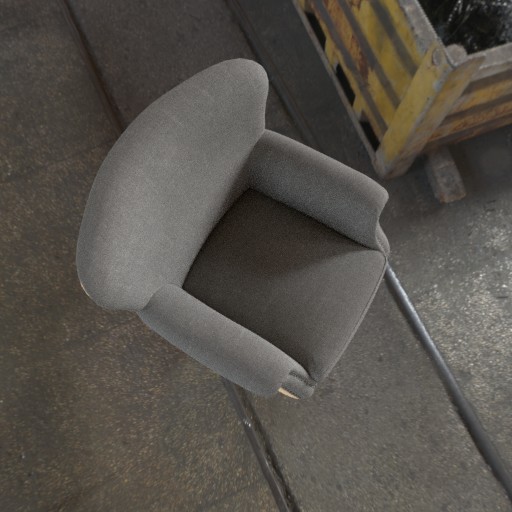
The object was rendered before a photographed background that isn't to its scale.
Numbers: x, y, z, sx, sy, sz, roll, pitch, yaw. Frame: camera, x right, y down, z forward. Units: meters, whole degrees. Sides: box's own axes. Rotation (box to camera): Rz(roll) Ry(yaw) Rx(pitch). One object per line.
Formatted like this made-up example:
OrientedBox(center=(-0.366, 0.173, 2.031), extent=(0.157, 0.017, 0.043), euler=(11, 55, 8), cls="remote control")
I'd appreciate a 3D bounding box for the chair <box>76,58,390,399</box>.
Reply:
OrientedBox(center=(0.000, 0.000, 1.639), extent=(0.921, 0.936, 0.861), euler=(31, 77, 8), cls="chair")
